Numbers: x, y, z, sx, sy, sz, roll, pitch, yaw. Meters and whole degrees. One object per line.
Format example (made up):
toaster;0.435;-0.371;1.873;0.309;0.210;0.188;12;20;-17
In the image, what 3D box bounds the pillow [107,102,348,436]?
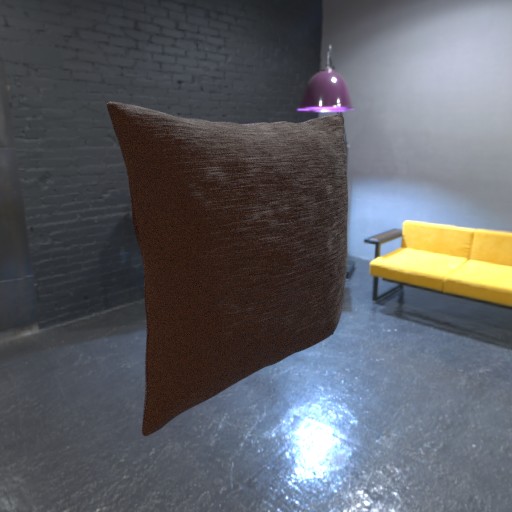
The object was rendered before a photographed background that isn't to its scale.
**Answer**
pillow;0.000;0.000;0.695;0.452;0.439;0.204;-15;21;-43
